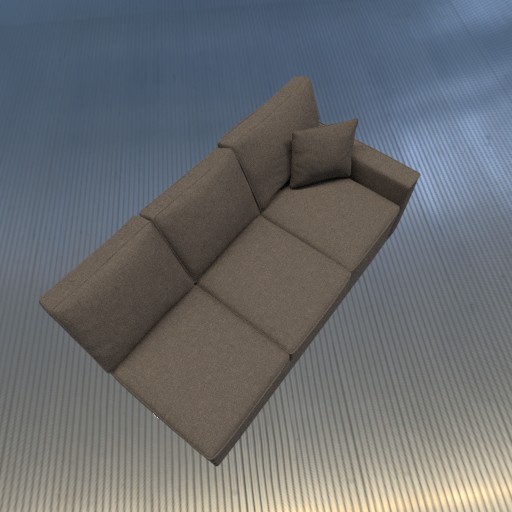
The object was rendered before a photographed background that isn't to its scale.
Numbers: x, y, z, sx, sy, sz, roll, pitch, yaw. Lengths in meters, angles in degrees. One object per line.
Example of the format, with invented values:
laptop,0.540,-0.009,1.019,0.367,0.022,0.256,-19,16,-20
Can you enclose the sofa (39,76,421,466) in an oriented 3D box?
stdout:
sofa,0.000,0.000,2.526,1.034,0.946,1.963,34,64,19
